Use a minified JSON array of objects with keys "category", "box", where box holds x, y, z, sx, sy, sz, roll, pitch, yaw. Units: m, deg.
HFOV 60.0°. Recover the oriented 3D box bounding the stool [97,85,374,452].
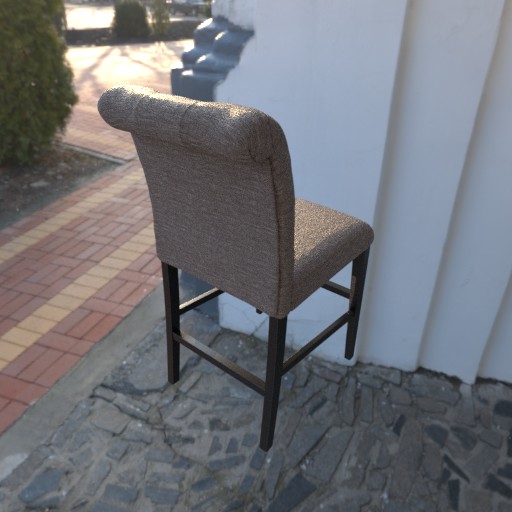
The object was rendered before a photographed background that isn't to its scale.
[{"category":"stool","box":[0.000,0.000,1.291,0.457,0.970,0.611,23,38,33]}]
